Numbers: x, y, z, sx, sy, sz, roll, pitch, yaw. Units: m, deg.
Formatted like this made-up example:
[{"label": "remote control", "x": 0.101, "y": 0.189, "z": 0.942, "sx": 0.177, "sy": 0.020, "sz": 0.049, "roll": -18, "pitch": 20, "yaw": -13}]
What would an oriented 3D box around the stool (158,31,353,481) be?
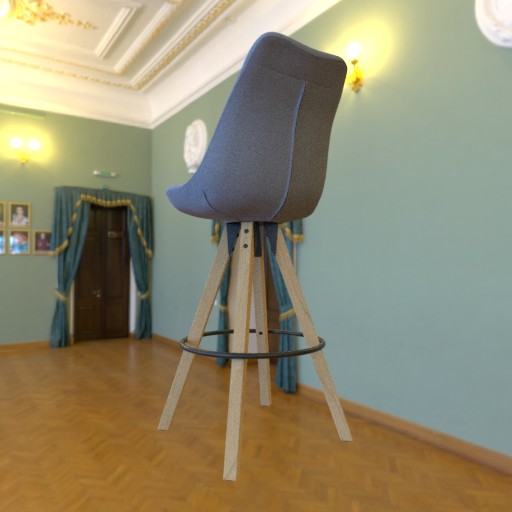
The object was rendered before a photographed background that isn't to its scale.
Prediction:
[{"label": "stool", "x": 0.000, "y": 0.000, "z": 1.379, "sx": 0.485, "sy": 1.115, "sz": 0.550, "roll": 1, "pitch": -1, "yaw": -36}]
